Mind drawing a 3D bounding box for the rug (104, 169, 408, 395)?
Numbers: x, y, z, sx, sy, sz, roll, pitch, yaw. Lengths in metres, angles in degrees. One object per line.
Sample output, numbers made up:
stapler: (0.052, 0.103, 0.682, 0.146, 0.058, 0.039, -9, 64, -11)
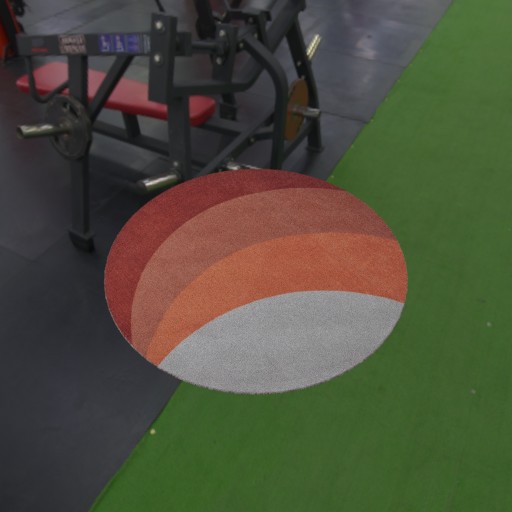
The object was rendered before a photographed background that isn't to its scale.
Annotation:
rug: (0.000, 0.000, 2.274, 1.514, 0.015, 1.514, 0, 46, 0)
